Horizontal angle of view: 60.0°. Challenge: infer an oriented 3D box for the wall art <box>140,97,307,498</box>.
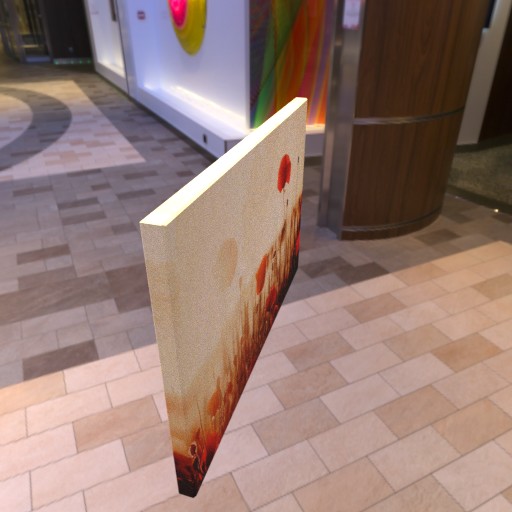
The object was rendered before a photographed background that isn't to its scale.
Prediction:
[{"bbox_3d":[0.000,0.000,1.113,0.038,0.602,0.918,9,31,15],"label":"wall art"}]
